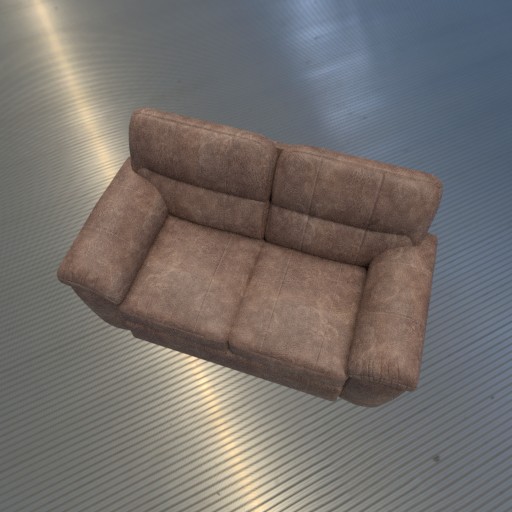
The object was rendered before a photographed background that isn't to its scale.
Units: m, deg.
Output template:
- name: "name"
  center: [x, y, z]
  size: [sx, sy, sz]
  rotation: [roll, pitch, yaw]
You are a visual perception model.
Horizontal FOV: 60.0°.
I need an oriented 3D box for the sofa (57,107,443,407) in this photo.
- name: "sofa"
  center: [0.000, 0.000, 2.328]
  size: [1.753, 0.991, 0.991]
  rotation: [16, 61, 9]
